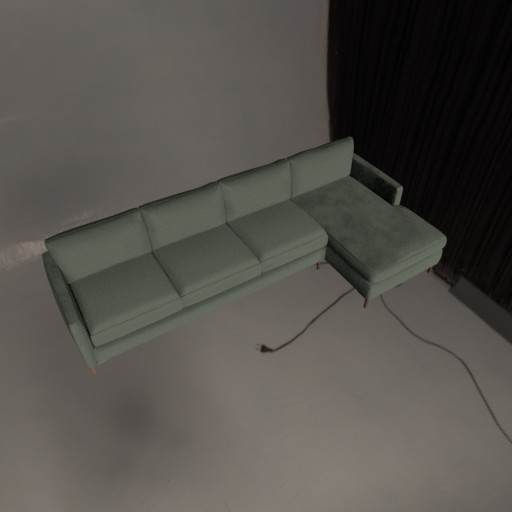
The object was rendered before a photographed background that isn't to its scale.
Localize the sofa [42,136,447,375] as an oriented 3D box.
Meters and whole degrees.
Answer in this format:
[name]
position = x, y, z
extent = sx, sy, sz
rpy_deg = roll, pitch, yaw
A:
[sofa]
position = 0.000, 0.000, 3.266
extent = 2.725, 0.756, 1.255
rpy_deg = -23, 49, -22
